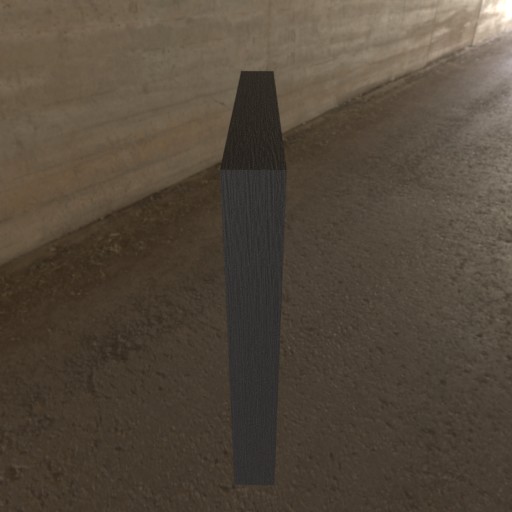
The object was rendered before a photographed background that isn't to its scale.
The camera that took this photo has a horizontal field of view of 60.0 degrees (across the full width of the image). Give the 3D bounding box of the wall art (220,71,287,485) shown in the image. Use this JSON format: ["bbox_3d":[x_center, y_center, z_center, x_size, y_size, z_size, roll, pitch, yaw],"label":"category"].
[{"bbox_3d":[0.000,0.000,0.449,0.036,0.300,0.302,0,32,0],"label":"wall art"}]
